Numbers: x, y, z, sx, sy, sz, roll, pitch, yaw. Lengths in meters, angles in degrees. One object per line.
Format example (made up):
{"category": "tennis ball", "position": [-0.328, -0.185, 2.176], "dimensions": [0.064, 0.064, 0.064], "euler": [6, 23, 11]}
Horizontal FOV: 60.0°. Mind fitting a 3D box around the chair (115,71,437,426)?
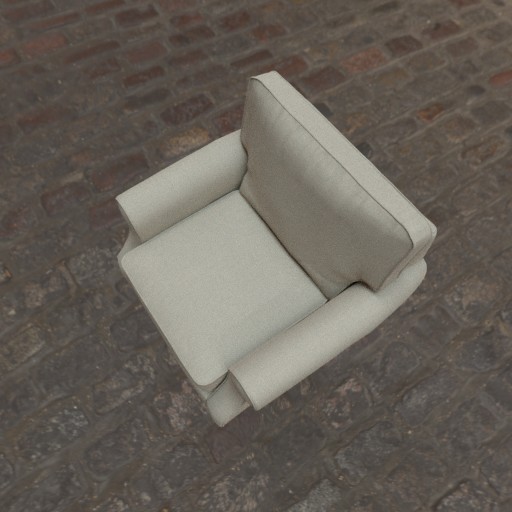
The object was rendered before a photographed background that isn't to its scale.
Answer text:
{"category": "chair", "position": [0.000, 0.000, 1.797], "dimensions": [0.966, 0.967, 1.029], "euler": [-32, 68, -15]}
